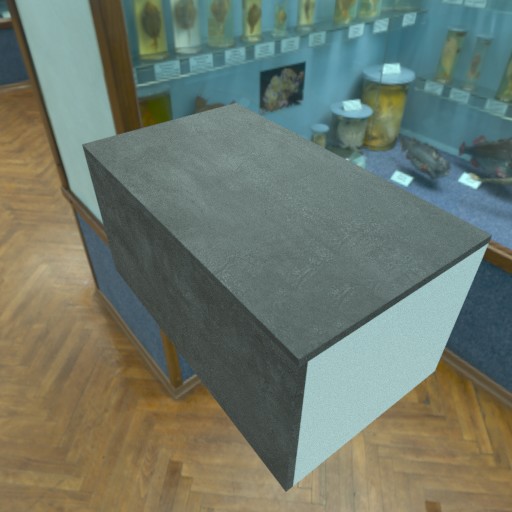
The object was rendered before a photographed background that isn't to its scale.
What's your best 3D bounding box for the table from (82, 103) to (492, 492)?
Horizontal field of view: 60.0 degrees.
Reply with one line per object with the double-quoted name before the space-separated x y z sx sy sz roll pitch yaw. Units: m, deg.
"table" 0.000 0.000 0.928 0.400 0.350 0.700 -25 46 -28
